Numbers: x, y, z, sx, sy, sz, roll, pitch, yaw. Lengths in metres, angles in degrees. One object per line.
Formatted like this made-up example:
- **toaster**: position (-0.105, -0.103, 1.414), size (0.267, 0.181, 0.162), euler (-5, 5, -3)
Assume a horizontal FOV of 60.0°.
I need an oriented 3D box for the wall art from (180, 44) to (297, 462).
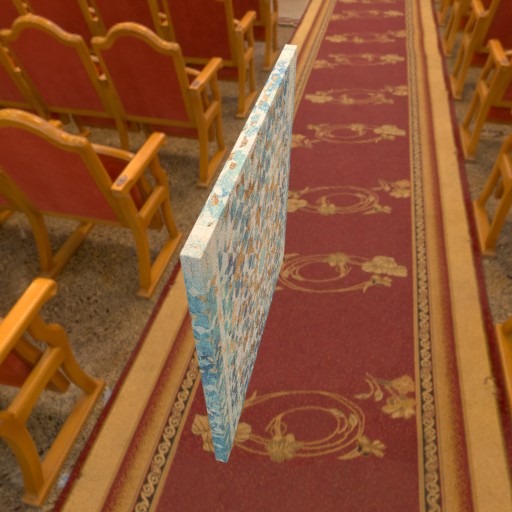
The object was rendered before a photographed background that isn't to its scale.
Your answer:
- **wall art**: position (0.000, 0.000, 1.359), size (0.040, 0.916, 0.916), euler (10, 47, 9)
